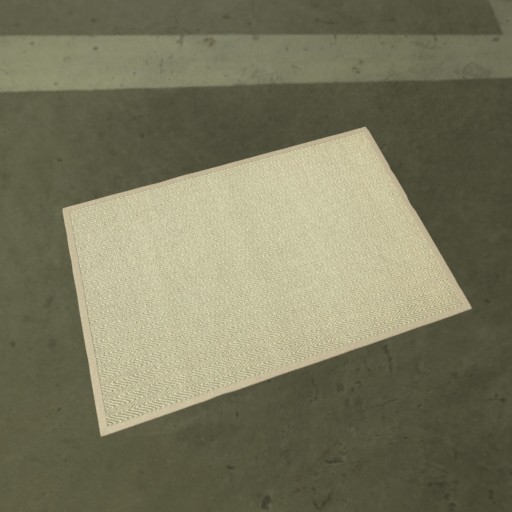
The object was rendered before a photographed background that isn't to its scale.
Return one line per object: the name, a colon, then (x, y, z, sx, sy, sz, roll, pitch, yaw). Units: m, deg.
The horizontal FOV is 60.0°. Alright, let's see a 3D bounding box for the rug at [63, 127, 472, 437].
rug: (0.000, 0.000, 2.882, 2.290, 0.021, 1.540, -17, 65, -8)
